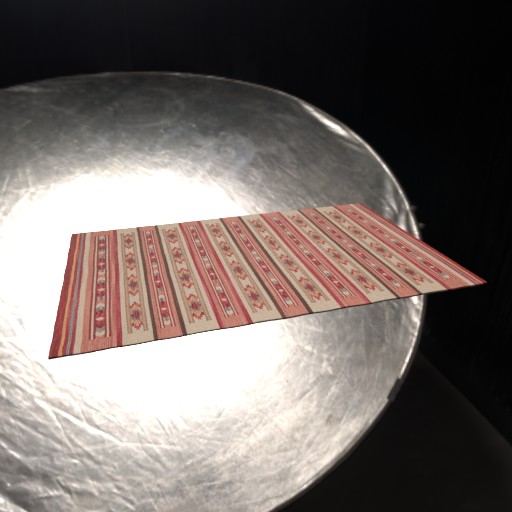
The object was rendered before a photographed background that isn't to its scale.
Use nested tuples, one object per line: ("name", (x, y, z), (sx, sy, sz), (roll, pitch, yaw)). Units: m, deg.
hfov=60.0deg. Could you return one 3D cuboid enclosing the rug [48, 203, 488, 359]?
("rug", (0.000, 0.000, 2.983), (2.431, 0.010, 1.535), (-7, 27, -15))
